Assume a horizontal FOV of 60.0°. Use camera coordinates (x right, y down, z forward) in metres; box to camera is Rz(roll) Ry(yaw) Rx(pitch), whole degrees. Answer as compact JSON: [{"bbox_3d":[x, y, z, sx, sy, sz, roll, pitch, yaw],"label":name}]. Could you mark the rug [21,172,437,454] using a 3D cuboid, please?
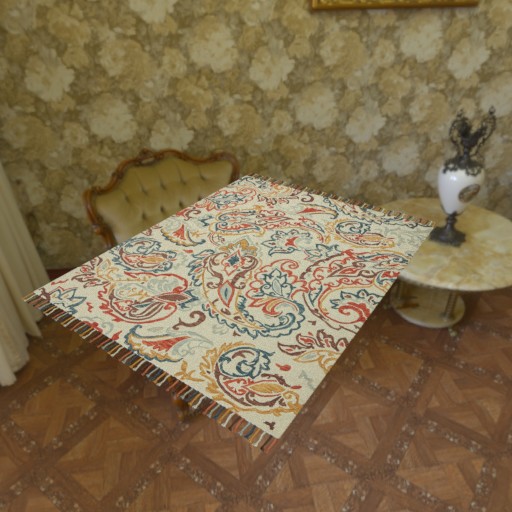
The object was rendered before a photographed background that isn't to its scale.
[{"bbox_3d":[0.000,0.000,4.189,2.439,0.015,3.274,21,38,29],"label":"rug"}]
